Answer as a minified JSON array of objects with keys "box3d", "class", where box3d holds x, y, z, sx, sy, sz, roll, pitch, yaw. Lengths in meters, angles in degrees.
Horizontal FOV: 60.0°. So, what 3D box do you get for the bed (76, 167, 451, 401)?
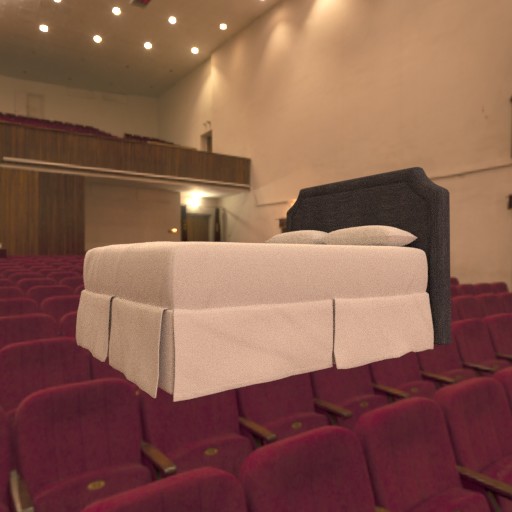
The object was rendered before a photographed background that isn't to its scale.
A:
[{"box3d":[0.000,0.000,3.130,2.116,1.290,1.693,0,0,-35],"class":"bed"}]
